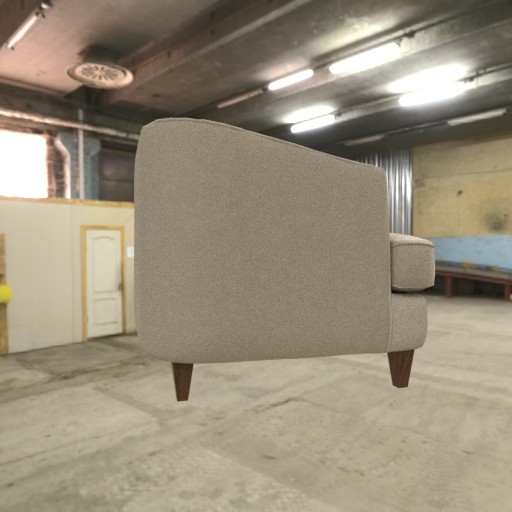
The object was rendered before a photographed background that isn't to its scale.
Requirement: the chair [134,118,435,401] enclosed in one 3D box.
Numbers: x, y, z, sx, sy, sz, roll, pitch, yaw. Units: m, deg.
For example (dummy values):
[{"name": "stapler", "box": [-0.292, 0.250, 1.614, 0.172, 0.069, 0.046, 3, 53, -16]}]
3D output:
[{"name": "chair", "box": [0.000, 0.000, 1.799, 0.941, 0.852, 1.104, 0, 1, -17]}]
